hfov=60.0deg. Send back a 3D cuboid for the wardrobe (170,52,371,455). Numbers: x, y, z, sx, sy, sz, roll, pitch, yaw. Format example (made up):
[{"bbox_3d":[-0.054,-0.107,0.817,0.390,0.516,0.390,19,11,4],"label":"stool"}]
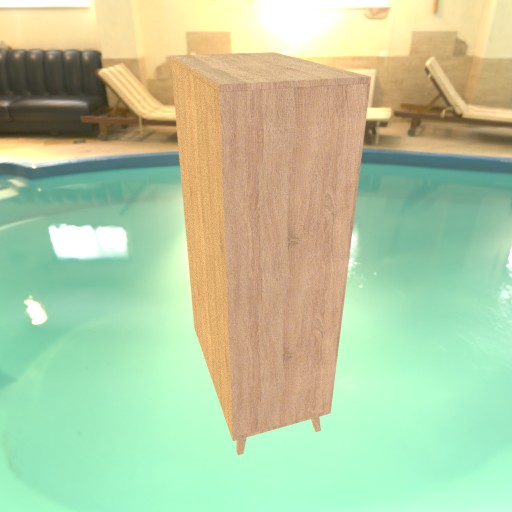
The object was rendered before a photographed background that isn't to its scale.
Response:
[{"bbox_3d":[0.000,0.000,2.452,0.600,1.960,1.000,-10,31,-16],"label":"wardrobe"}]
